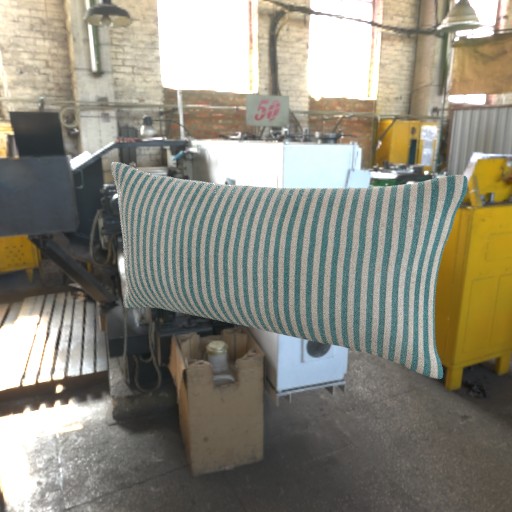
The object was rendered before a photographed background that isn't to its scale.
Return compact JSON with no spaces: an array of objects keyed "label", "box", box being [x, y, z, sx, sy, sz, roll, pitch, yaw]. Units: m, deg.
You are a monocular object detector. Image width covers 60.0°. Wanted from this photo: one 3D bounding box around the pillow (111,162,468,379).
[{"label":"pillow","box":[0.000,0.000,0.746,0.617,0.295,0.151,8,17,26]}]
